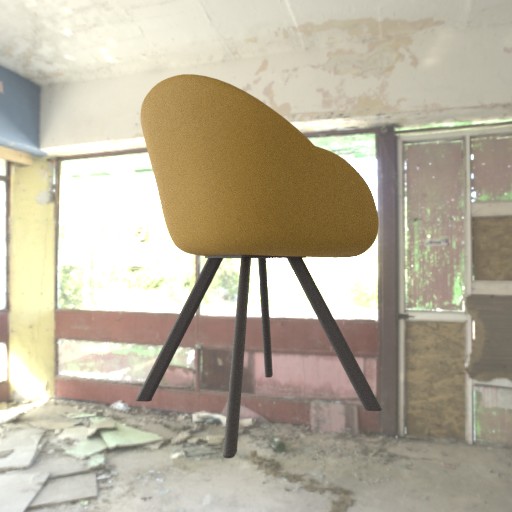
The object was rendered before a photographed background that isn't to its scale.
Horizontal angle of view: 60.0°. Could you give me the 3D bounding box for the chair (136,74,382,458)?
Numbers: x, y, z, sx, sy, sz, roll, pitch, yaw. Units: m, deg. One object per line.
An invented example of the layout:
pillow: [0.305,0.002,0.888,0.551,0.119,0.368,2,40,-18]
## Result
chair: [0.000,0.000,1.192,0.583,0.793,0.551,1,-1,-37]
